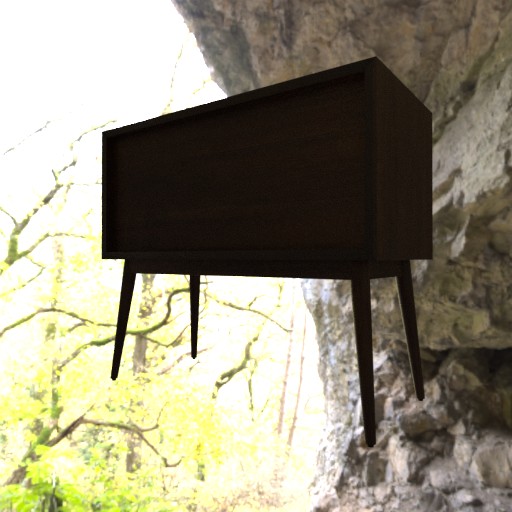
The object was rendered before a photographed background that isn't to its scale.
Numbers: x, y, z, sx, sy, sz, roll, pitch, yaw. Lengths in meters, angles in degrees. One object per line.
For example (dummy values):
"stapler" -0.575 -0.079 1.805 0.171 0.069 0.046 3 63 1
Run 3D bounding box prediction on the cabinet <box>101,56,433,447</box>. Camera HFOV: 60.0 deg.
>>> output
"cabinet" 0.000 0.000 1.089 0.743 0.654 0.354 0 0 36
